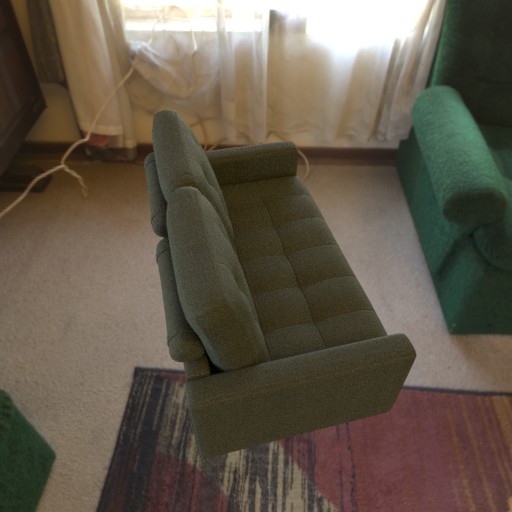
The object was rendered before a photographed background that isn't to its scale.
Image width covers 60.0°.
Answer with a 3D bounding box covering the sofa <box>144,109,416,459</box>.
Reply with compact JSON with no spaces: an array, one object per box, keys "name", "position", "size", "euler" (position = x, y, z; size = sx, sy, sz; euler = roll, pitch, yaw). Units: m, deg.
[{"name":"sofa","position":[0.000,0.000,1.976],"size":[0.842,0.907,1.407],"euler":[-10,46,-10]}]
